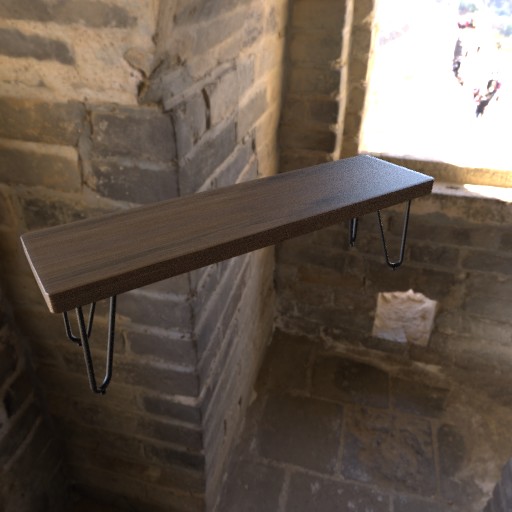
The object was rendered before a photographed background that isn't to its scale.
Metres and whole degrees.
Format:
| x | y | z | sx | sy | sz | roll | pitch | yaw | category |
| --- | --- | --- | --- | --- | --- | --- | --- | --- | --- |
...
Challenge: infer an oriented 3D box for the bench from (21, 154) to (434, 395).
| x | y | z | sx | sy | sz | roll | pitch | yaw | category |
| --- | --- | --- | --- | --- | --- | --- | --- | --- | --- |
| 0.000 | 0.000 | 1.779 | 1.570 | 0.462 | 0.425 | -18 | 35 | -29 | bench |
